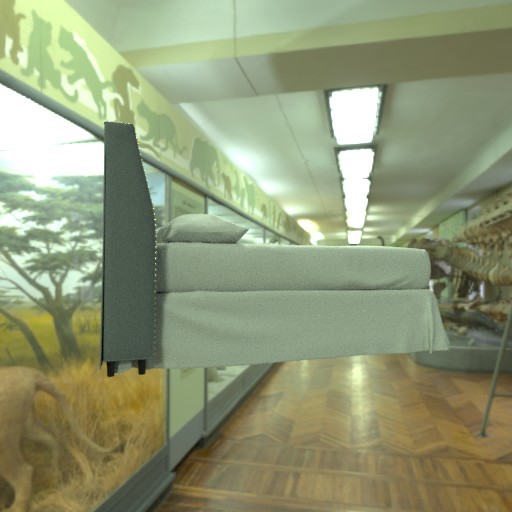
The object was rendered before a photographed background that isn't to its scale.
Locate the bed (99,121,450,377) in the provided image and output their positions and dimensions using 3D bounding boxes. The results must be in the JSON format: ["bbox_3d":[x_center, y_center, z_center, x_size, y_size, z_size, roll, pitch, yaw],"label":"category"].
[{"bbox_3d":[0.000,0.000,3.484,2.276,1.332,1.925,1,-2,-18],"label":"bed"}]
